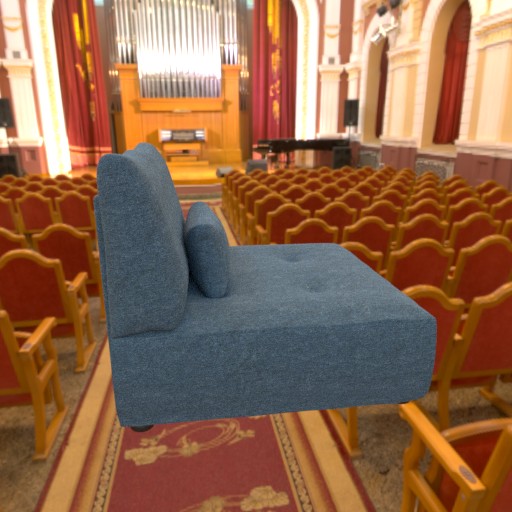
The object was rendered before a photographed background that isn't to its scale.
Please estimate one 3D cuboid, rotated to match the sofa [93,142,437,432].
[{"bbox_3d":[0.000,0.000,1.697,1.000,0.820,0.930,-2,16,-8],"label":"sofa"}]
